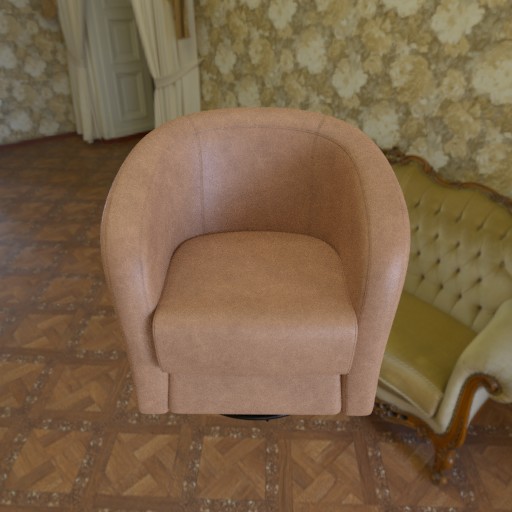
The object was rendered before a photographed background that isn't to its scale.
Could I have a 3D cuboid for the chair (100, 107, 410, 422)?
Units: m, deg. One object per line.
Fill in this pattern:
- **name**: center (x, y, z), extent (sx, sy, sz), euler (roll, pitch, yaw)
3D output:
- **chair**: center (0.000, 0.000, 1.425), extent (0.791, 0.771, 0.815), euler (0, 31, 1)
